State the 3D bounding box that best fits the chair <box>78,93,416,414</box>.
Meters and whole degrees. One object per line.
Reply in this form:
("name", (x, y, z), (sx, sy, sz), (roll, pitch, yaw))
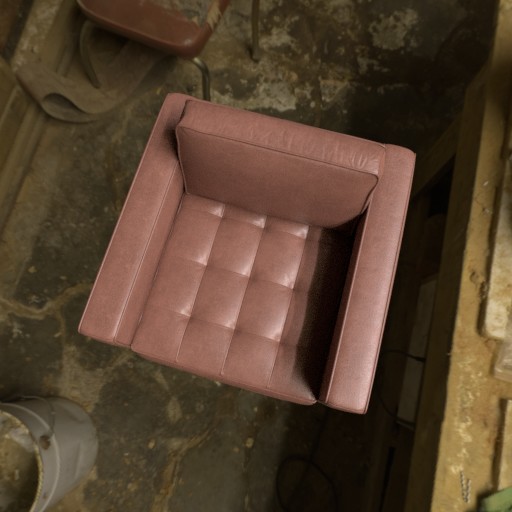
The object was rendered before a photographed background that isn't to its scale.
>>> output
("chair", (0.000, 0.000, 1.571), (0.920, 0.770, 0.900), (15, 76, 4))
